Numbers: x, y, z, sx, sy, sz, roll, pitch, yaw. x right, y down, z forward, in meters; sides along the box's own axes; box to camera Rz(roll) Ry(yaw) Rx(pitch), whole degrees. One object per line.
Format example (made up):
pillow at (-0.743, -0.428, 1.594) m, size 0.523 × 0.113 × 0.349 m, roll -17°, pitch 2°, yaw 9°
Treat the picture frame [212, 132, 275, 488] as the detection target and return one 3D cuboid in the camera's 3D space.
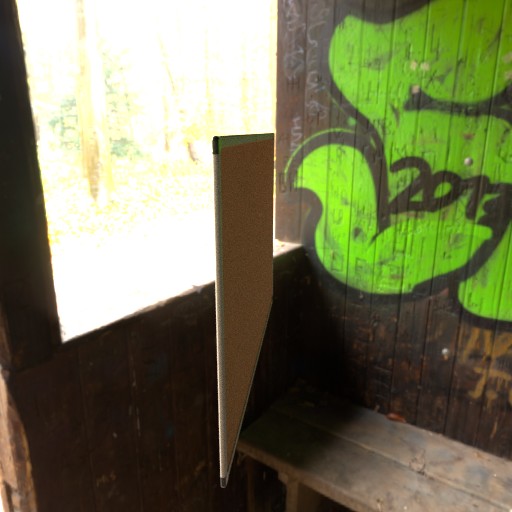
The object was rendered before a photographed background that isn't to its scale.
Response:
picture frame at (0.000, 0.000, 1.125) m, size 0.010 × 0.600 × 0.900 m, roll 2°, pitch 16°, yaw 7°
